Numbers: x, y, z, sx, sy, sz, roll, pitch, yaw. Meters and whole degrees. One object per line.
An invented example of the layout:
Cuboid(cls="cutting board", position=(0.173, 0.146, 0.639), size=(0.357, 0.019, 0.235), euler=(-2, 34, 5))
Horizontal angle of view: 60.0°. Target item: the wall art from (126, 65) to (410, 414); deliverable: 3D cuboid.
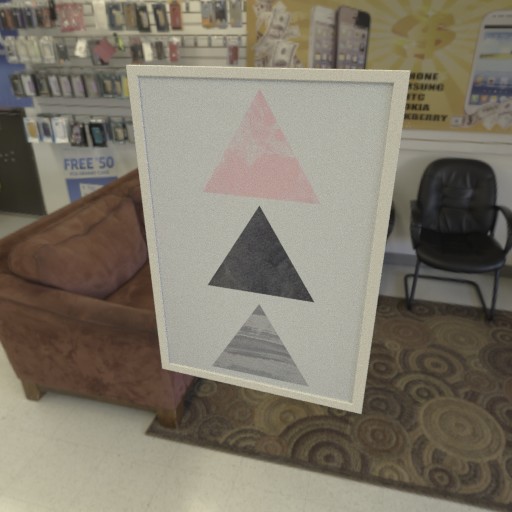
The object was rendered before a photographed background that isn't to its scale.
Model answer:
Cuboid(cls="wall art", position=(0.000, 0.000, 1.200), size=(0.659, 0.940, 0.013), euler=(8, 27, 16))
